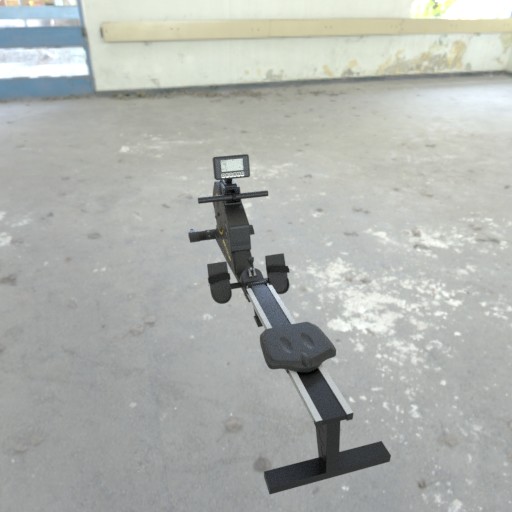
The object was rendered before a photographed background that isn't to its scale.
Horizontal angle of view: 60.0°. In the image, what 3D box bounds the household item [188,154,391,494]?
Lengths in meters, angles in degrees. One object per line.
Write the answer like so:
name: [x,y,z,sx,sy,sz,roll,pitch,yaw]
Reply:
household item: [0.000,0.000,2.513,0.521,0.810,2.251,-8,31,-13]
